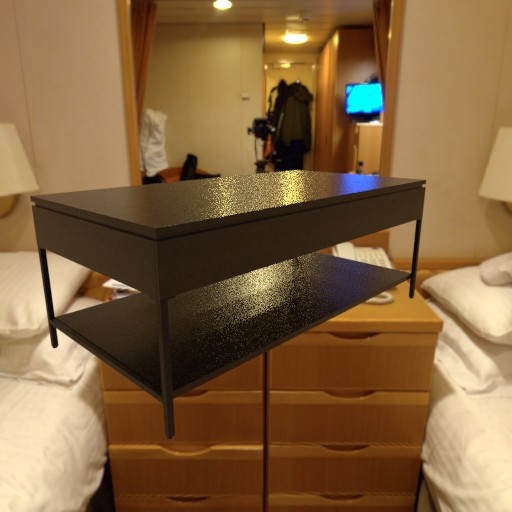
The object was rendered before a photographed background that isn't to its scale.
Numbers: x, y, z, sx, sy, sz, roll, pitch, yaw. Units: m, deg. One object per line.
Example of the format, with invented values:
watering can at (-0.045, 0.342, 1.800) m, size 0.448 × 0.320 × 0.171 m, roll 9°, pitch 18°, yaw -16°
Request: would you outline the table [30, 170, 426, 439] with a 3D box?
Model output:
table at (0.000, 0.000, 1.397) m, size 0.574 × 0.435 × 1.095 m, roll 15°, pitch 21°, yaw 42°
